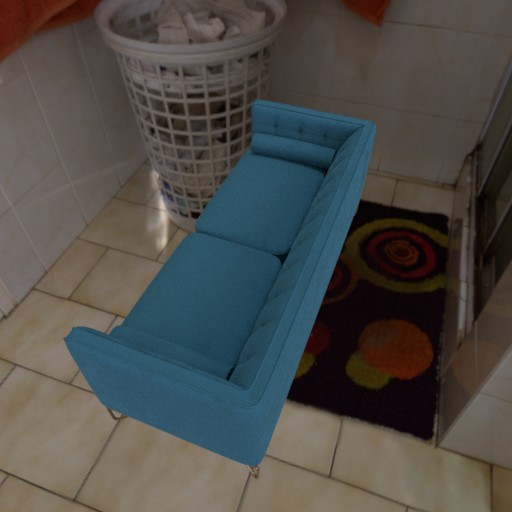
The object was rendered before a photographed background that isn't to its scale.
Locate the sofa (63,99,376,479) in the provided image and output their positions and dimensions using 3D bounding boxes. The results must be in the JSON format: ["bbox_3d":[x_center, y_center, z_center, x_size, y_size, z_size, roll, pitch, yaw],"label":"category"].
[{"bbox_3d":[0.000,0.000,2.564,0.867,0.789,2.087,16,50,15],"label":"sofa"}]
